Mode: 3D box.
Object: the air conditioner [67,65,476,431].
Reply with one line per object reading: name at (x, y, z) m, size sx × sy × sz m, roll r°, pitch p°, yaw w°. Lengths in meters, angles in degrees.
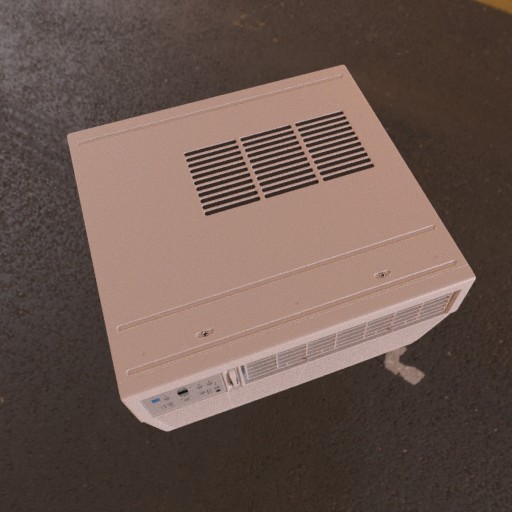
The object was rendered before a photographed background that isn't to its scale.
air conditioner at (0.000, 0.000, 1.062) m, size 0.645 × 0.455 × 0.599 m, roll -17°, pitch 65°, yaw -8°
